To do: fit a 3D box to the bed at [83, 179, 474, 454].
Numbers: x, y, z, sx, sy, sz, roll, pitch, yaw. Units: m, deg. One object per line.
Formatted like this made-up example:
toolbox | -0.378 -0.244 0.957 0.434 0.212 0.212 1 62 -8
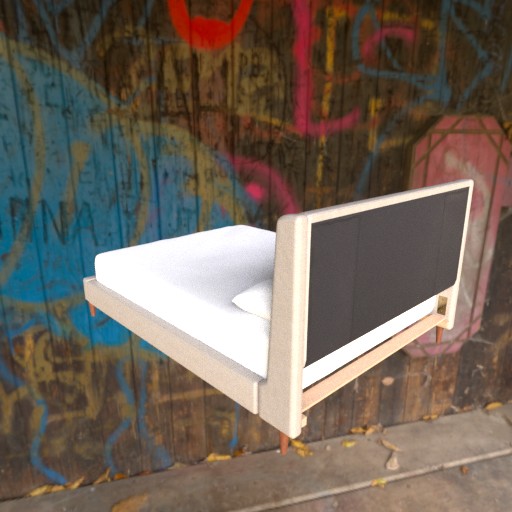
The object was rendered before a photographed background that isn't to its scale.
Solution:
bed | 0.000 0.000 3.157 1.656 1.147 2.232 -15 23 -41
